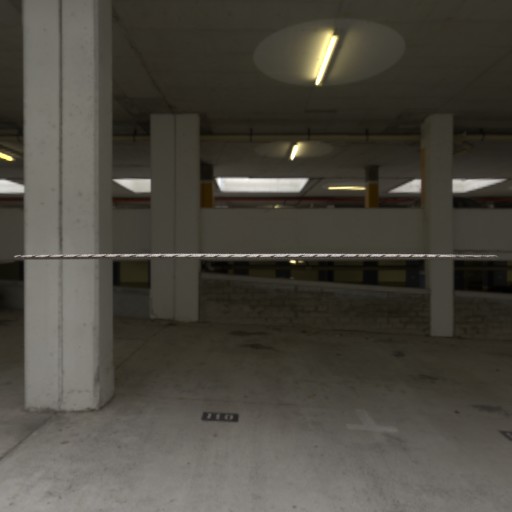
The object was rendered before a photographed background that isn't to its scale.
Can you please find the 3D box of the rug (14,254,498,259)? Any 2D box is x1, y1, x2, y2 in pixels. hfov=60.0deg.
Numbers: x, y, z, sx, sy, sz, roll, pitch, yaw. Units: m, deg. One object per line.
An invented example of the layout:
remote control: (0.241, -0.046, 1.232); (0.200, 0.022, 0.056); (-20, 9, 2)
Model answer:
rug: (0.000, 0.000, 2.290); (1.842, 0.019, 1.237); (0, 0, -1)
